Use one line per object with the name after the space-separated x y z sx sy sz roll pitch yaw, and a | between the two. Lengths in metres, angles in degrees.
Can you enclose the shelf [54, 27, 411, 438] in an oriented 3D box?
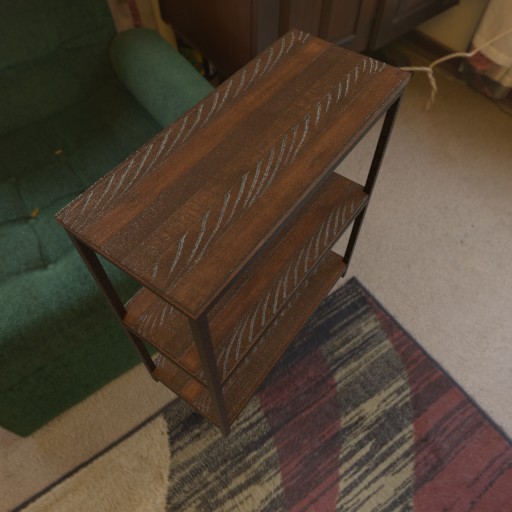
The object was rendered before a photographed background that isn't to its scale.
0.000 0.000 1.364 0.352 0.947 0.822 31 62 19 | shelf
